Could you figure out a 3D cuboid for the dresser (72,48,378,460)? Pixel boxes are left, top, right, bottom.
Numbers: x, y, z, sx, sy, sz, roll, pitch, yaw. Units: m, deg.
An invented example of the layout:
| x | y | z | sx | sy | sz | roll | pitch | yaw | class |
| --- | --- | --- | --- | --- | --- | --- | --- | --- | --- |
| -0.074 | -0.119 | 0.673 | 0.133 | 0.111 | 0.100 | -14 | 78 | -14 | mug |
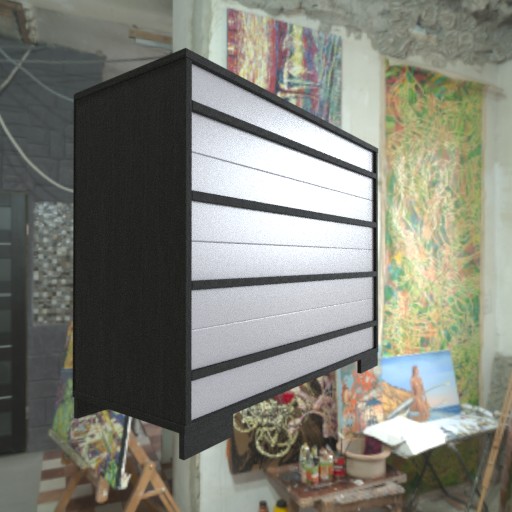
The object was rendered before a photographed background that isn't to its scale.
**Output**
| x | y | z | sx | sy | sz | roll | pitch | yaw | class |
| --- | --- | --- | --- | --- | --- | --- | --- | --- | --- |
| 0.000 | 0.000 | 1.391 | 0.404 | 0.816 | 0.994 | 0 | -1 | 37 | dresser |
